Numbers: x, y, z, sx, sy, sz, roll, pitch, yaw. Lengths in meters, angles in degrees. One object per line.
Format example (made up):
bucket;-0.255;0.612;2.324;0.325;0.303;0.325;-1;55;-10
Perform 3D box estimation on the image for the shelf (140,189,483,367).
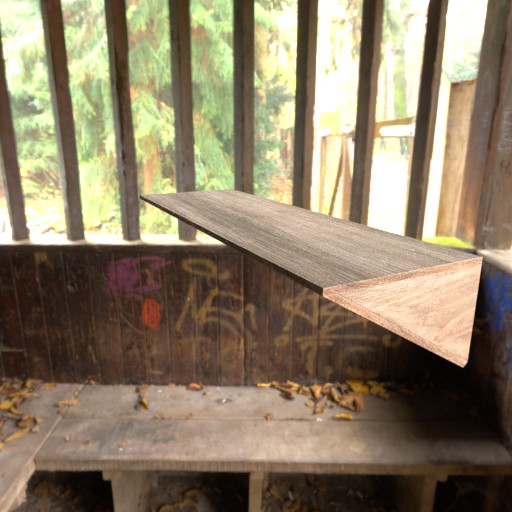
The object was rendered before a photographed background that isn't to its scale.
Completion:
shelf;0.000;0.000;0.682;0.200;0.125;0.610;-8;18;-27
